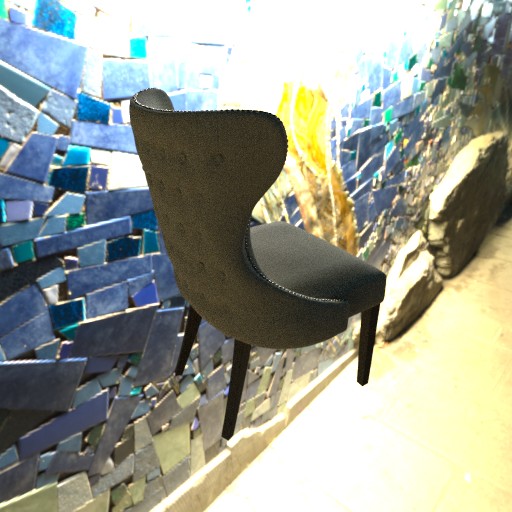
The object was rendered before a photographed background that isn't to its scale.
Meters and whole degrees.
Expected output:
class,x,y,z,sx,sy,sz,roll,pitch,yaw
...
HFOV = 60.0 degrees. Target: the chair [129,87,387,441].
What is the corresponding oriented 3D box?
class,x,y,z,sx,sy,sz,roll,pitch,yaw
chair,0.000,0.000,1.377,0.635,0.967,0.628,-17,31,-30
